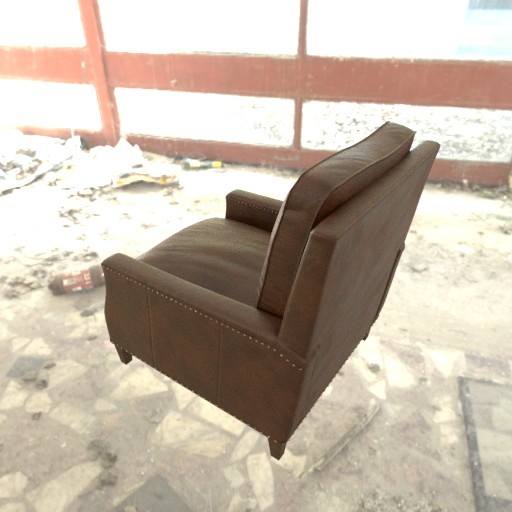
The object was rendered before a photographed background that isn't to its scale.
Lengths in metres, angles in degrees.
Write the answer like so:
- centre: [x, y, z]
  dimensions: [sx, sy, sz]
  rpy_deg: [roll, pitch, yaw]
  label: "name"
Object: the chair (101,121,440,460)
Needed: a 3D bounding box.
- centre: [0.000, 0.000, 1.778]
  dimensions: [1.035, 1.054, 0.854]
  rpy_deg: [20, 37, 29]
  label: "chair"
